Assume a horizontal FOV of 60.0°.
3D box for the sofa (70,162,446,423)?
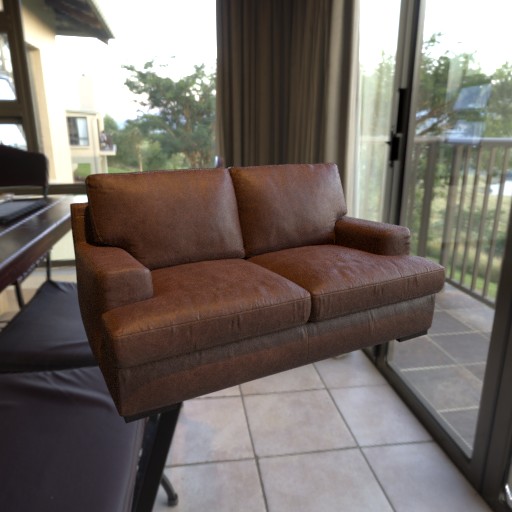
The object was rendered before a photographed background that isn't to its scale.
[{"bbox_3d":[0.000,0.000,2.518,1.880,0.939,1.143,-9,19,-27],"label":"sofa"}]
